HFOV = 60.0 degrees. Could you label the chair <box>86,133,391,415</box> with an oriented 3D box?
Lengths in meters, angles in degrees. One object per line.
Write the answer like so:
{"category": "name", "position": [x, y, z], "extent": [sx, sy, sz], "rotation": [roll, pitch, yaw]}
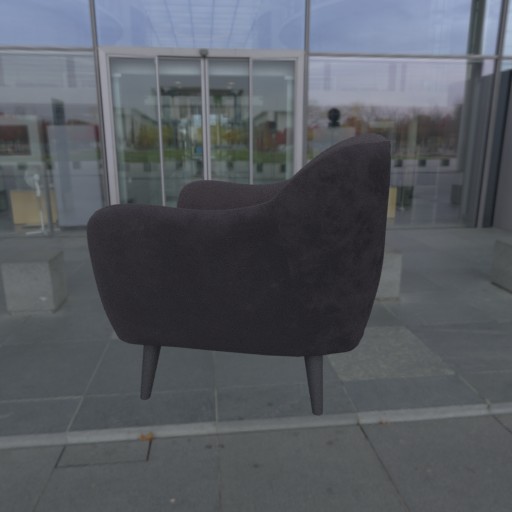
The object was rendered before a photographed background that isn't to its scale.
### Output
{"category": "chair", "position": [0.000, 0.000, 1.516], "extent": [0.819, 0.807, 0.840], "rotation": [2, 14, 8]}
